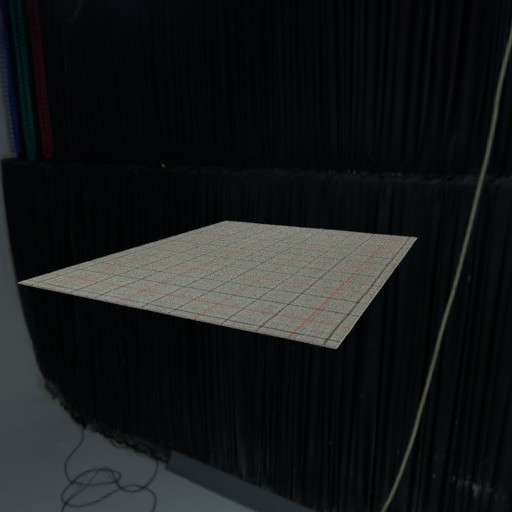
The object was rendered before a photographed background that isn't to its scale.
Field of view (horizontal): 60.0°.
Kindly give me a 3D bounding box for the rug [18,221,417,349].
[{"bbox_3d":[0.000,0.000,4.087,2.444,0.012,3.048,7,16,26],"label":"rug"}]
